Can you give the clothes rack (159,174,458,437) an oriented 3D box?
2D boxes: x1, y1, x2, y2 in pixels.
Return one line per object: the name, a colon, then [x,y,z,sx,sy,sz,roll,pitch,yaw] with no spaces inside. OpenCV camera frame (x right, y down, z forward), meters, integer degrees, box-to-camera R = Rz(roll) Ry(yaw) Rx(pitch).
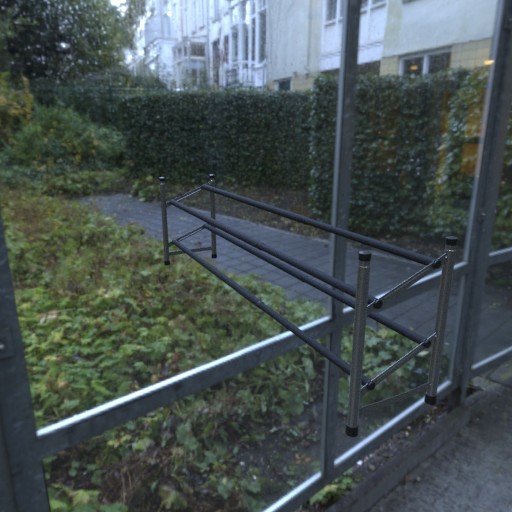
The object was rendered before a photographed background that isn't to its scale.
clothes rack: [0.000,0.000,1.298,0.229,0.349,1.168,-9,19,-27]
